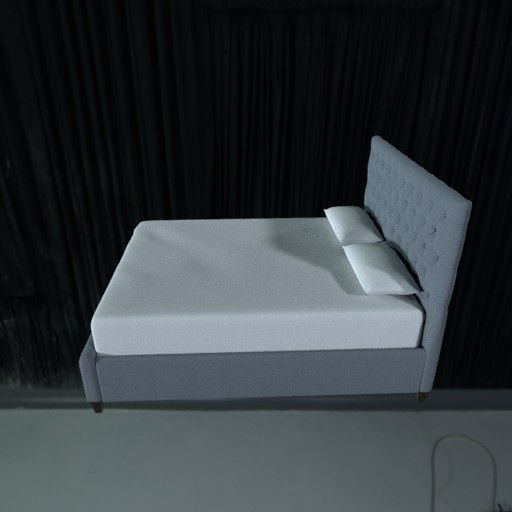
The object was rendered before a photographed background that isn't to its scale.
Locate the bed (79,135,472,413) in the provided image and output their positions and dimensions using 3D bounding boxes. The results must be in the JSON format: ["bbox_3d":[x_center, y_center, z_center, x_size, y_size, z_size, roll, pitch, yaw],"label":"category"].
[{"bbox_3d":[0.000,0.000,3.328,2.231,1.427,1.698,-1,27,-2],"label":"bed"}]
